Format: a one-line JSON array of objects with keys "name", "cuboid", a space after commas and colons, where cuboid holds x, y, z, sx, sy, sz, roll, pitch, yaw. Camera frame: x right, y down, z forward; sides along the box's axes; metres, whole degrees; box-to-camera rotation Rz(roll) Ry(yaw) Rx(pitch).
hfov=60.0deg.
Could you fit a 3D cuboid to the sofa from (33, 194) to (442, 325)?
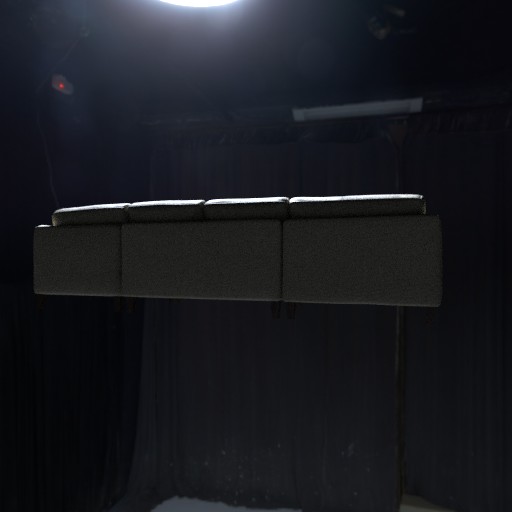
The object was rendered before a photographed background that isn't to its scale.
[{"name": "sofa", "cuboid": [0.000, 0.000, 4.701, 3.460, 0.959, 2.593, 0, 0, 18]}]
